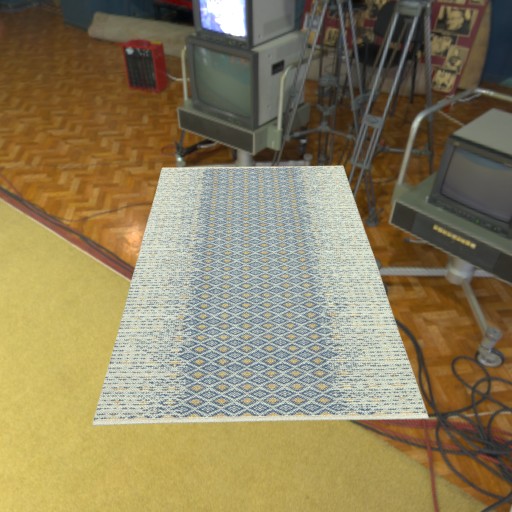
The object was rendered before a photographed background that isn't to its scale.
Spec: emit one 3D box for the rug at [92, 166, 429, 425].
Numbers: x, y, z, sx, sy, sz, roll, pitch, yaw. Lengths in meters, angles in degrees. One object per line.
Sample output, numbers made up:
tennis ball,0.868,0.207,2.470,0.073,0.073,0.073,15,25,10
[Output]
rug,0.000,0.000,2.292,1.219,0.005,1.828,-1,41,-1
